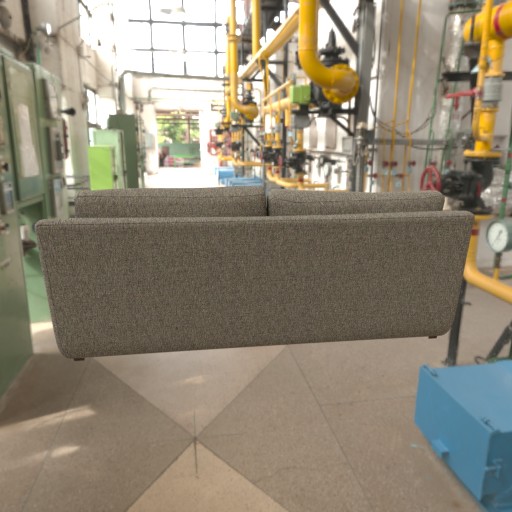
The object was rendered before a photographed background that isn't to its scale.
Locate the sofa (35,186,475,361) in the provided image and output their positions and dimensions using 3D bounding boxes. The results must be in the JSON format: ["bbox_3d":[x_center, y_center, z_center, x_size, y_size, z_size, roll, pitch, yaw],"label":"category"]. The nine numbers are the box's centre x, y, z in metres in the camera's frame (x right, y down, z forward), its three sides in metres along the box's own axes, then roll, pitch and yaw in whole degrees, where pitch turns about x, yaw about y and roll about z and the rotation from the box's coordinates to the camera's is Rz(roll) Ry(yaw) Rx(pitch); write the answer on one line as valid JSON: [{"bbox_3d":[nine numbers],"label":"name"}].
[{"bbox_3d":[0.000,0.000,2.978,2.418,0.998,1.103,-2,14,-8],"label":"sofa"}]
